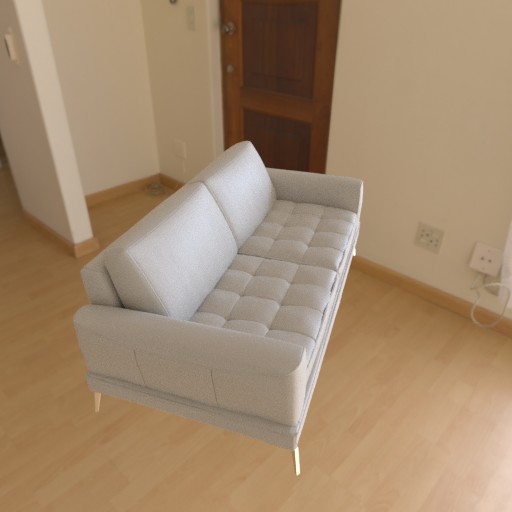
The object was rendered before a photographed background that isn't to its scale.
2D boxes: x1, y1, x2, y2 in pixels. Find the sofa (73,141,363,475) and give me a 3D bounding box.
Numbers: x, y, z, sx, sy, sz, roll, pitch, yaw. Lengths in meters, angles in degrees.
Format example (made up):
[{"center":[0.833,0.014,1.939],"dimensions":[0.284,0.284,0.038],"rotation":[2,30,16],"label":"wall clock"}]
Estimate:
[{"center":[0.000,0.000,2.787],"dimensions":[1.121,0.930,2.177],"rotation":[10,33,16],"label":"sofa"}]
